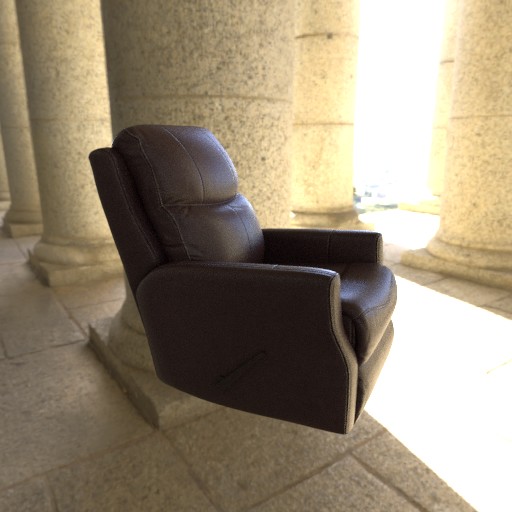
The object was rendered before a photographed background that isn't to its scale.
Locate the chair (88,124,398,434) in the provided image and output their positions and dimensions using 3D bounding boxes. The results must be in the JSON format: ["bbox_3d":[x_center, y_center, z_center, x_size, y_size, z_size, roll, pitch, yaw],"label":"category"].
[{"bbox_3d":[0.000,0.000,1.803,1.080,1.030,0.829,7,17,25],"label":"chair"}]
